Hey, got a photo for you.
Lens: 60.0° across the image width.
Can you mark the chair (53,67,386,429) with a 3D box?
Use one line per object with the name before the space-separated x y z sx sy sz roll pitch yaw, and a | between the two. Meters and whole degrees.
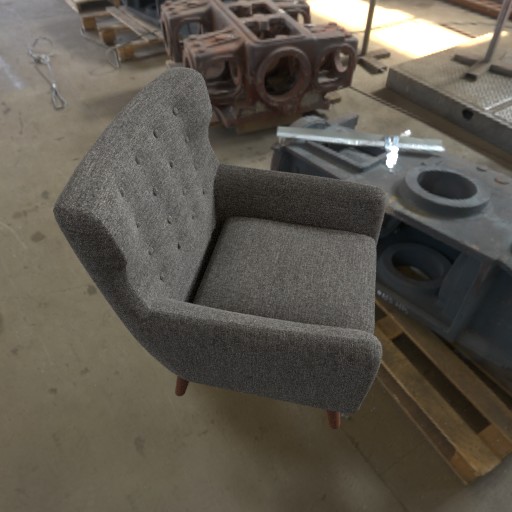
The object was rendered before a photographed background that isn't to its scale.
chair | 0.000 0.000 1.669 0.940 1.039 0.889 9 47 9
